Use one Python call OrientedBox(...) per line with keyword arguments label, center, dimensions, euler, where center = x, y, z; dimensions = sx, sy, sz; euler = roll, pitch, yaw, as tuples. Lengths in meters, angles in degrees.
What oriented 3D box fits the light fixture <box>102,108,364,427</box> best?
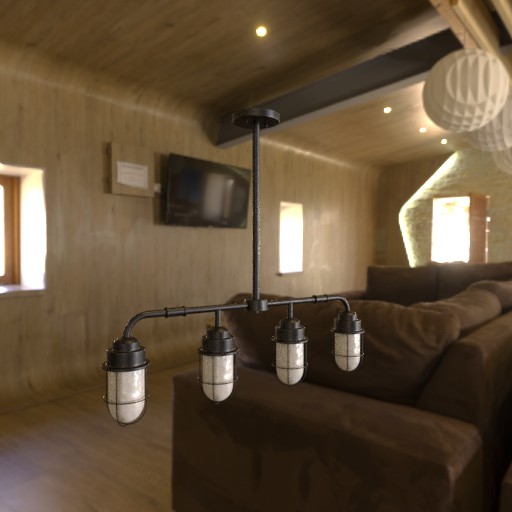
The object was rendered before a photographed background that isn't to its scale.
OrientedBox(label="light fixture", center=(0.000, 0.000, 1.245), dimensions=(0.852, 0.785, 0.131), euler=(-1, 1, -36))
